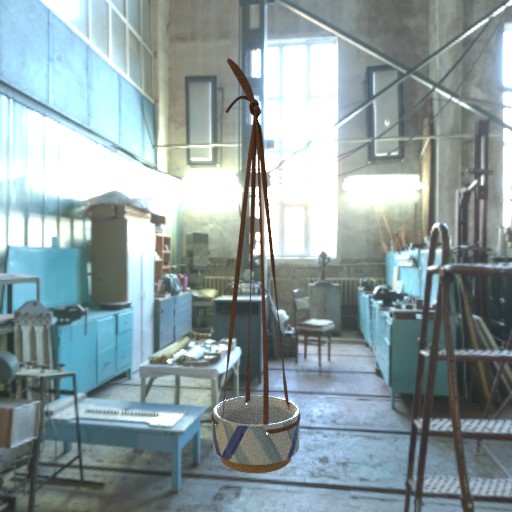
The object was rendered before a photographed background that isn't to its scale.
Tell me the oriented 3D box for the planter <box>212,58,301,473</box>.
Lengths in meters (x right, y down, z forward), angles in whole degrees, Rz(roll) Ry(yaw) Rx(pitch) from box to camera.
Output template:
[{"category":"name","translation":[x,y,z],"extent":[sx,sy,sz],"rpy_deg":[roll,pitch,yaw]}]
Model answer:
[{"category":"planter","translation":[0.000,0.000,0.831],"extent":[0.166,0.751,0.166],"rpy_deg":[0,0,-36]}]
